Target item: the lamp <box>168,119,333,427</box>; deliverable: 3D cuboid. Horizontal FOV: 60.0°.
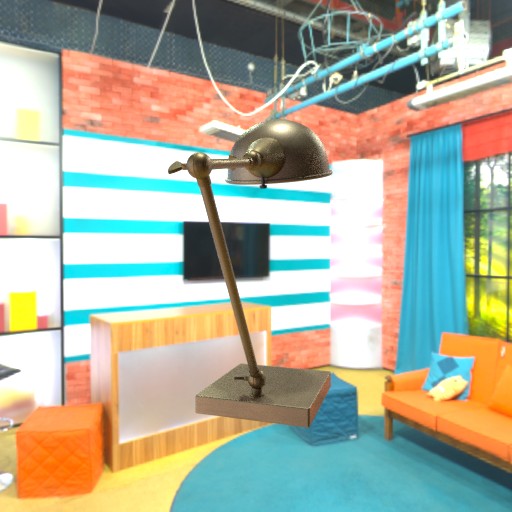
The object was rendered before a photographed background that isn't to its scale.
[{"bbox_3d":[0.000,0.000,0.526,0.149,0.371,0.339,0,1,18],"label":"lamp"}]
